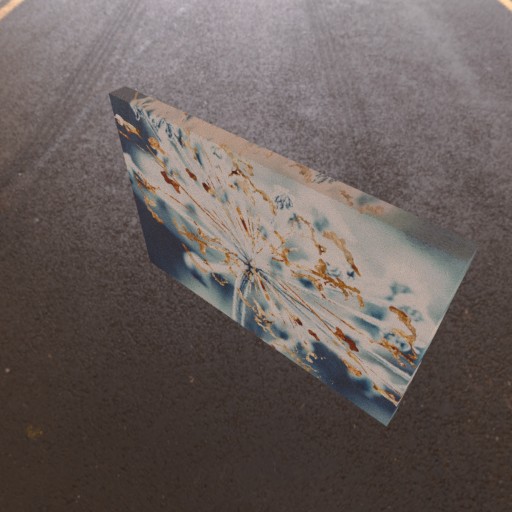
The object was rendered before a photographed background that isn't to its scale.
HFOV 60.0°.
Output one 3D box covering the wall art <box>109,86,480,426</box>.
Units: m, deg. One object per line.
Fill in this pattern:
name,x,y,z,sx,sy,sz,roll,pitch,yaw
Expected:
wall art,0.000,0.000,0.756,0.607,0.405,0.036,31,53,27
